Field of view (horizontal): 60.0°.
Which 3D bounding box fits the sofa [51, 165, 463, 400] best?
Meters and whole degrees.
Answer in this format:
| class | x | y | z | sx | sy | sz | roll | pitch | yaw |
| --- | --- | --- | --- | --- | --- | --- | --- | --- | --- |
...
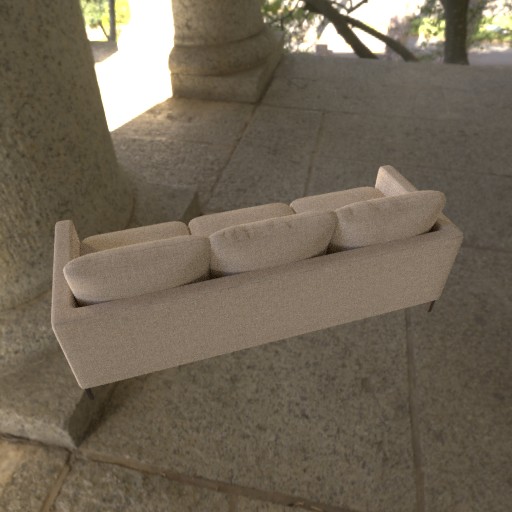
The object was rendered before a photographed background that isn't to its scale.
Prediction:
| class | x | y | z | sx | sy | sz | roll | pitch | yaw |
| --- | --- | --- | --- | --- | --- | --- | --- | --- | --- |
| sofa | 0.000 | 0.000 | 2.699 | 2.218 | 0.874 | 0.859 | -12 | 43 | -13 |
